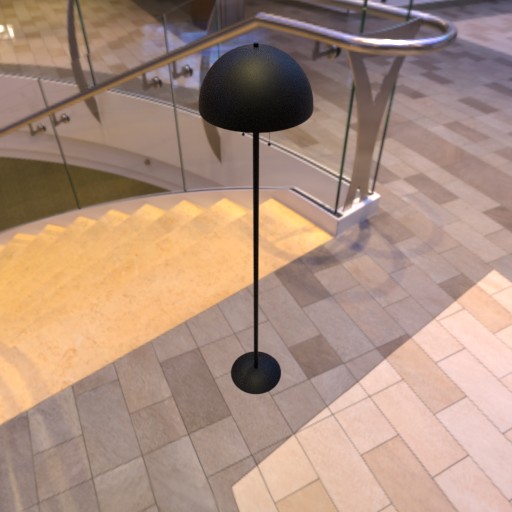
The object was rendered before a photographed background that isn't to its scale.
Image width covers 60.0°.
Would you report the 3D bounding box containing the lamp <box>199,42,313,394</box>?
[{"bbox_3d":[0.000,0.000,1.645,0.328,1.480,0.328,11,42,13],"label":"lamp"}]
